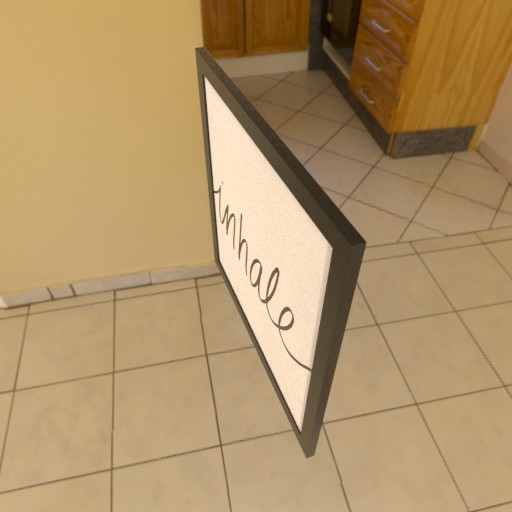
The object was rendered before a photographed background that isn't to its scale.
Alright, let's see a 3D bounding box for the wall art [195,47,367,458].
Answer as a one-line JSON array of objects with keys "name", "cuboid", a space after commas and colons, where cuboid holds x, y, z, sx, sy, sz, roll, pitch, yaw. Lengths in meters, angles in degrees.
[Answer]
[{"name": "wall art", "cuboid": [0.000, 0.000, 0.657, 0.014, 0.445, 0.446, -16, 47, -15]}]
